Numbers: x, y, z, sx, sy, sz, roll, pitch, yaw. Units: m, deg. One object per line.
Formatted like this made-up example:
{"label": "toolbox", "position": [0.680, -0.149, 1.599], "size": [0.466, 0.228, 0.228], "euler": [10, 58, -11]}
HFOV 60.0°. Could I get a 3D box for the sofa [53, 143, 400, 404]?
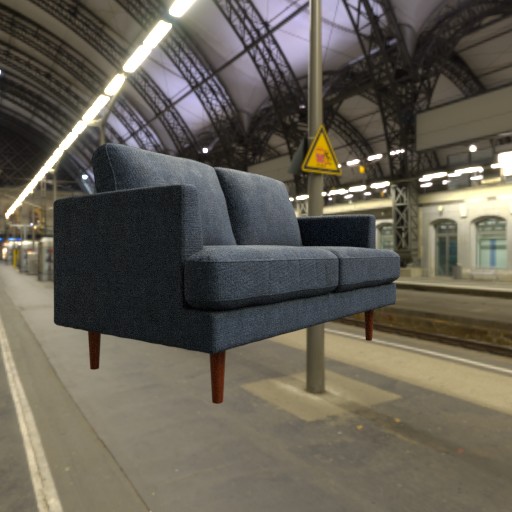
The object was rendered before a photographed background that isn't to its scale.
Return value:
{"label": "sofa", "position": [0.000, 0.000, 2.138], "size": [0.903, 0.944, 1.582], "euler": [0, 1, 37]}
